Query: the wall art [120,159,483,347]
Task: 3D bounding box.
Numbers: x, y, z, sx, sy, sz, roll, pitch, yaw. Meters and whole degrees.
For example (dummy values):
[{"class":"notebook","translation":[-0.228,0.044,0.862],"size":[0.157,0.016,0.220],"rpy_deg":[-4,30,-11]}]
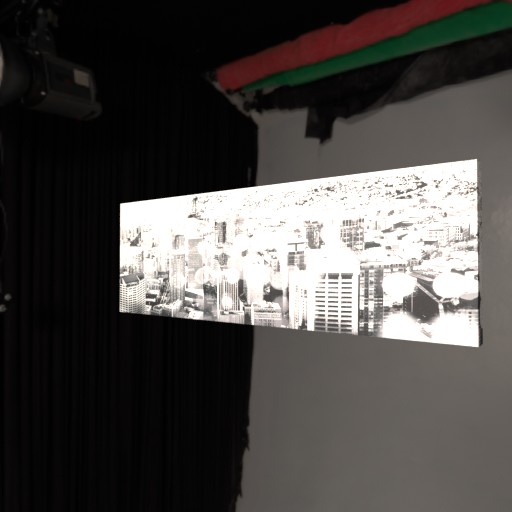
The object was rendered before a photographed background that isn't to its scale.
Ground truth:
[{"class":"wall art","translation":[0.000,0.000,0.836],"size":[0.763,0.255,0.038],"rpy_deg":[-1,-1,36]}]
